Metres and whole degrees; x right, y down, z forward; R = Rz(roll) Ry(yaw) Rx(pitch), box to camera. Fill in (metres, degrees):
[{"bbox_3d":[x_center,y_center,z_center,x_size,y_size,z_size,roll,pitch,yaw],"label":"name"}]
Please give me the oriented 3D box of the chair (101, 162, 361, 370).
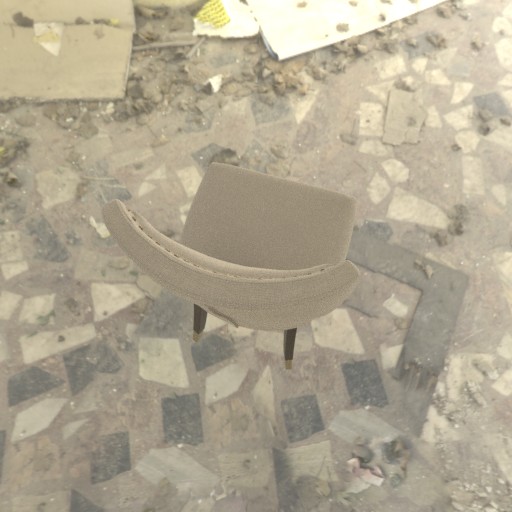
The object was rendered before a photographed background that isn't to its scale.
[{"bbox_3d":[0.000,0.000,1.317,0.526,0.950,0.630,15,66,7],"label":"chair"}]
